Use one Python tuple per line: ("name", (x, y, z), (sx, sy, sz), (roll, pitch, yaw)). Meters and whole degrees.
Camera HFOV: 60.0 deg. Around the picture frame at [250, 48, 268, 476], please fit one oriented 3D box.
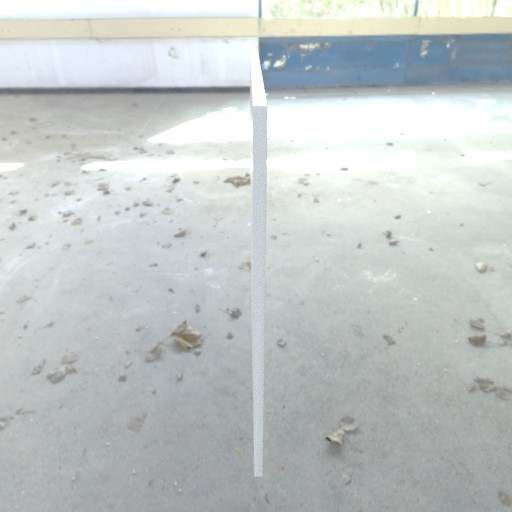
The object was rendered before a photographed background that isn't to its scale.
("picture frame", (0.000, 0.000, 0.677), (0.012, 0.534, 0.381), (-1, 32, -1))
